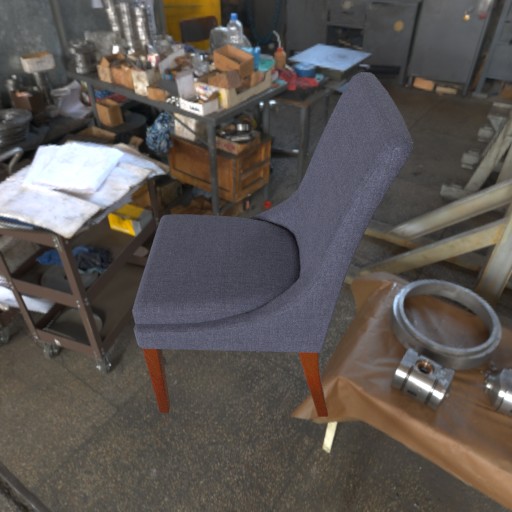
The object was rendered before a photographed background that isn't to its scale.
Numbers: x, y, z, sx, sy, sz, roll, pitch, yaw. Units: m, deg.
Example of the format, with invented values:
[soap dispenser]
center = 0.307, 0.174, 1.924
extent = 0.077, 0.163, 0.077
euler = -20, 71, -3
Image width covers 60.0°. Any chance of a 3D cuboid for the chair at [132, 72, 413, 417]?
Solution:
[chair]
center = 0.000, 0.000, 1.334
extent = 0.655, 0.952, 0.508
euler = 1, 40, 1
